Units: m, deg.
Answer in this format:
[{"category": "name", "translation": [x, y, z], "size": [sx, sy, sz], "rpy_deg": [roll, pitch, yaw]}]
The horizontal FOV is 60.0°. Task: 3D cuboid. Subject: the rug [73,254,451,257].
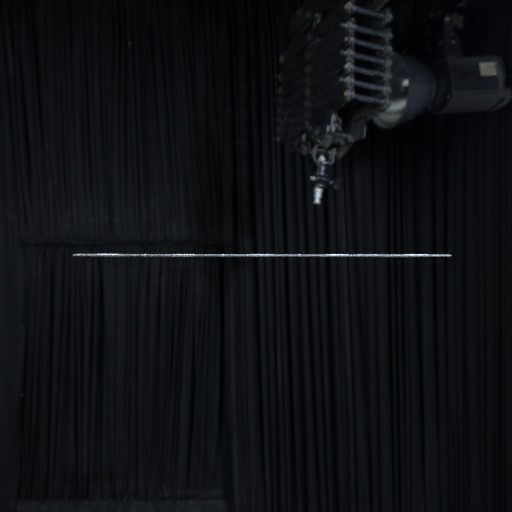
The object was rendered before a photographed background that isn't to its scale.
[{"category": "rug", "translation": [0.000, 0.000, 2.974], "size": [1.520, 0.015, 2.434], "rpy_deg": [0, 0, -1]}]
